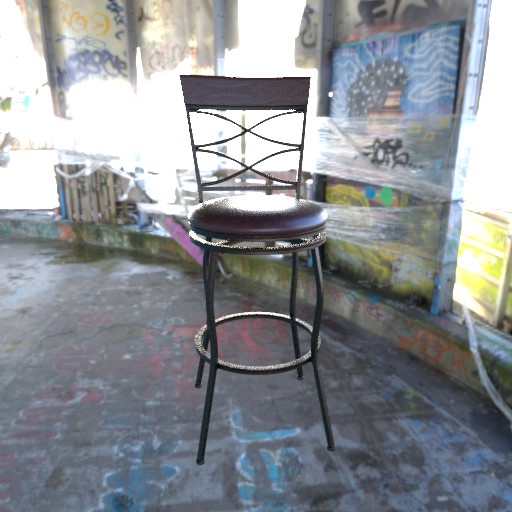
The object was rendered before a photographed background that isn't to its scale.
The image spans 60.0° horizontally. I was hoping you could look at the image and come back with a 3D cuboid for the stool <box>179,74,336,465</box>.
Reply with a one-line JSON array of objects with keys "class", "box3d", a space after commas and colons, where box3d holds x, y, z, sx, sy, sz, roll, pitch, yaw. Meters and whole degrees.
[{"class": "stool", "box3d": [0.000, 0.000, 1.427, 0.448, 1.130, 0.513, -2, 17, -8]}]
